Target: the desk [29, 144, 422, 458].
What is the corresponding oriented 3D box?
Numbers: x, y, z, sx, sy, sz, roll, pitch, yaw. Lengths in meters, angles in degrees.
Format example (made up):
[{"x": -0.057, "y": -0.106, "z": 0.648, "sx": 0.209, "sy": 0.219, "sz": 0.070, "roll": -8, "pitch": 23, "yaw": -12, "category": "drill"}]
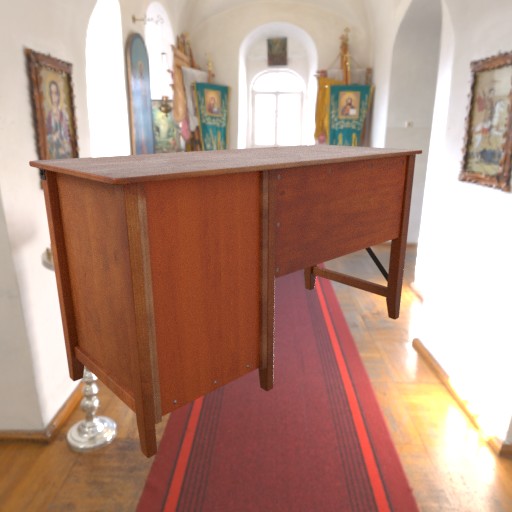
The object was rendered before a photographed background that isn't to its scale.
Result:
[{"x": 0.000, "y": 0.000, "z": 1.690, "sx": 1.353, "sy": 0.756, "sz": 0.574, "roll": -15, "pitch": 23, "yaw": -41, "category": "desk"}]
